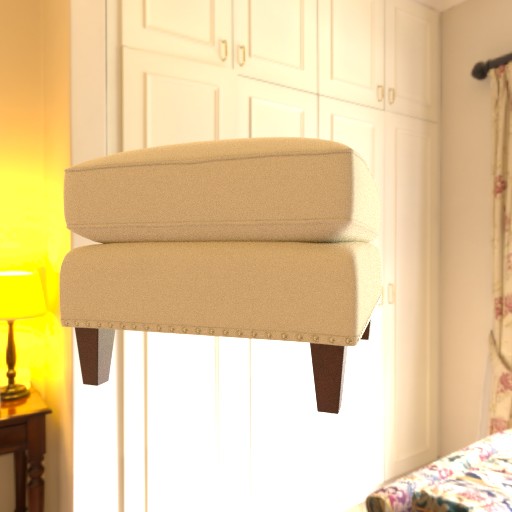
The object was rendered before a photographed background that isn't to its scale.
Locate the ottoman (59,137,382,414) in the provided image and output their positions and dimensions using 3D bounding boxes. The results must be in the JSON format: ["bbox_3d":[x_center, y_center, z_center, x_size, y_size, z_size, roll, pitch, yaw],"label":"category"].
[{"bbox_3d":[0.000,0.000,1.128,0.584,0.513,0.741,0,1,19],"label":"ottoman"}]
